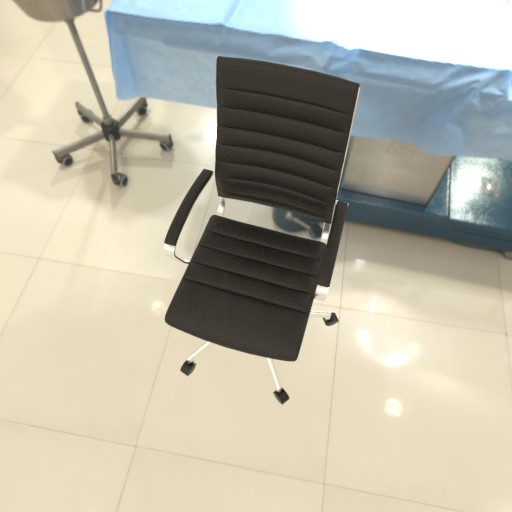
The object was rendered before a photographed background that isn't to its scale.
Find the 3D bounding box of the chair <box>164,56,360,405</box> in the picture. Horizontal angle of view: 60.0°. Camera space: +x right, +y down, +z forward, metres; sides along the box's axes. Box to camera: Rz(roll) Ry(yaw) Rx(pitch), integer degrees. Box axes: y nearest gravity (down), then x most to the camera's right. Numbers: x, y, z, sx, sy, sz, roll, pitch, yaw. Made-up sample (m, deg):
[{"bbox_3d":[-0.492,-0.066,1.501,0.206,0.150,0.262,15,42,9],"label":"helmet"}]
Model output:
[{"bbox_3d":[0.000,0.000,1.647,0.766,1.149,0.739,15,60,9],"label":"chair"}]
